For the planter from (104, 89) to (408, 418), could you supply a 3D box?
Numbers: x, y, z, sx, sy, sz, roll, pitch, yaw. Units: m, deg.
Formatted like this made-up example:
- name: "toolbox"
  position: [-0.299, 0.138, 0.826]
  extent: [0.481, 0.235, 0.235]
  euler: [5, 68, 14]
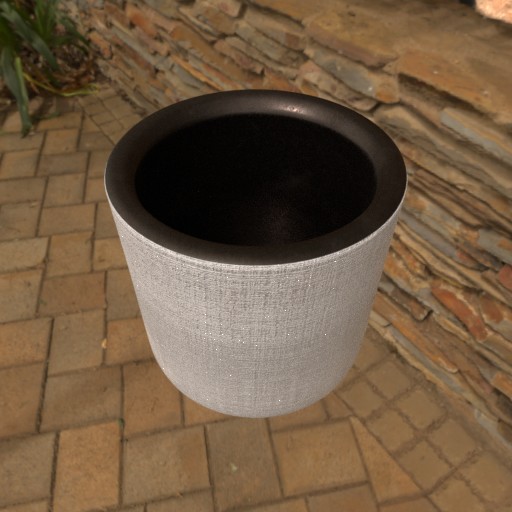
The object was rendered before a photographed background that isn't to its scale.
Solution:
- name: "planter"
  position: [0.000, 0.000, 0.290]
  extent: [0.160, 0.156, 0.160]
  euler: [0, 46, 0]
